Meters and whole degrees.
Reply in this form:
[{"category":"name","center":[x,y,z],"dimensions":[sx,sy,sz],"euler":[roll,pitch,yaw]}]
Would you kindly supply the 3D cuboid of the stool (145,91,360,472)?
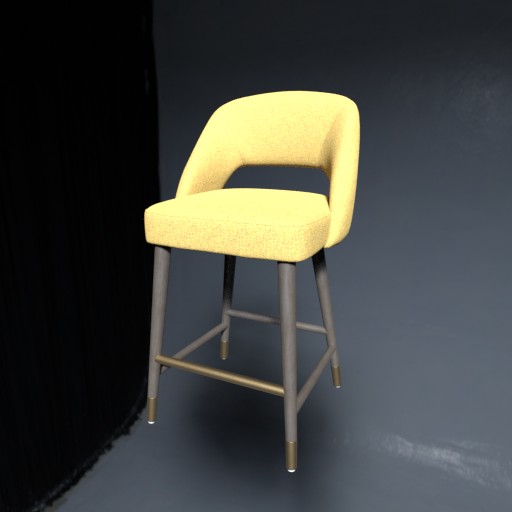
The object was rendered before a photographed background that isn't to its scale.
[{"category":"stool","center":[0.000,0.000,1.295],"dimensions":[0.536,0.939,0.522],"euler":[7,17,25]}]
